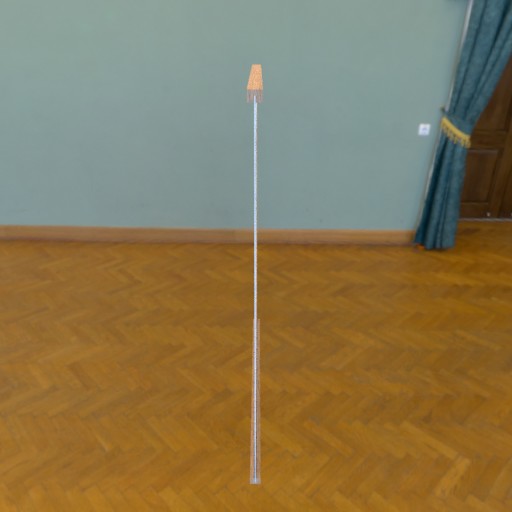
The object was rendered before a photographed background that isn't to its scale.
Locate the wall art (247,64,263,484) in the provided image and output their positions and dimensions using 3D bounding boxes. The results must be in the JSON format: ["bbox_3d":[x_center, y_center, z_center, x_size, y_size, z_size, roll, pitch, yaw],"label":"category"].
[{"bbox_3d":[0.000,0.000,1.329,0.028,1.016,0.765,0,26,0],"label":"wall art"}]
